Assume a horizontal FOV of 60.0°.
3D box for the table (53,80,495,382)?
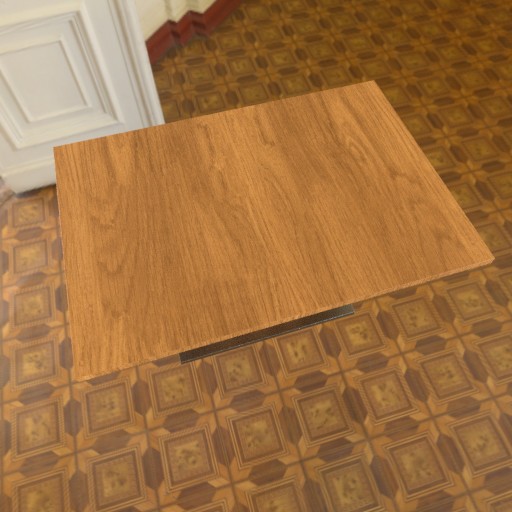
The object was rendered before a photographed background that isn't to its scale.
[{"bbox_3d":[0.000,0.000,1.849,1.300,0.770,0.900,-15,60,-9],"label":"table"}]
